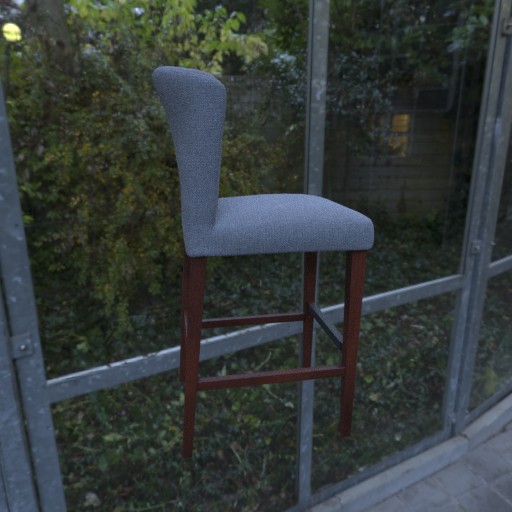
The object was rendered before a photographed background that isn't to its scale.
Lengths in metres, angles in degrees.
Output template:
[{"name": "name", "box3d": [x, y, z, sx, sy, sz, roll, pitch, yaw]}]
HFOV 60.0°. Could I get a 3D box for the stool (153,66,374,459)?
[{"name": "stool", "box3d": [0.000, 0.000, 1.385, 0.568, 1.069, 0.486, -3, 16, -10]}]
